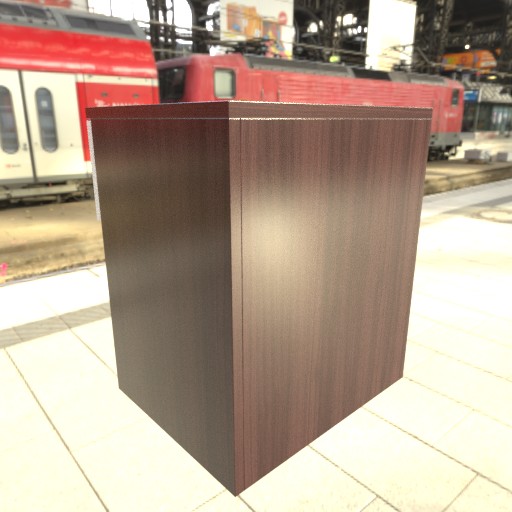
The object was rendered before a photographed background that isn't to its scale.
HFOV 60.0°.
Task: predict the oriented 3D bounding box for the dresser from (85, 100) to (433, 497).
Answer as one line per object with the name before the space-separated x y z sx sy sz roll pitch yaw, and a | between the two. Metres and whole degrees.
dresser | 0.000 0.000 0.741 0.400 0.470 0.360 -15 23 -40
